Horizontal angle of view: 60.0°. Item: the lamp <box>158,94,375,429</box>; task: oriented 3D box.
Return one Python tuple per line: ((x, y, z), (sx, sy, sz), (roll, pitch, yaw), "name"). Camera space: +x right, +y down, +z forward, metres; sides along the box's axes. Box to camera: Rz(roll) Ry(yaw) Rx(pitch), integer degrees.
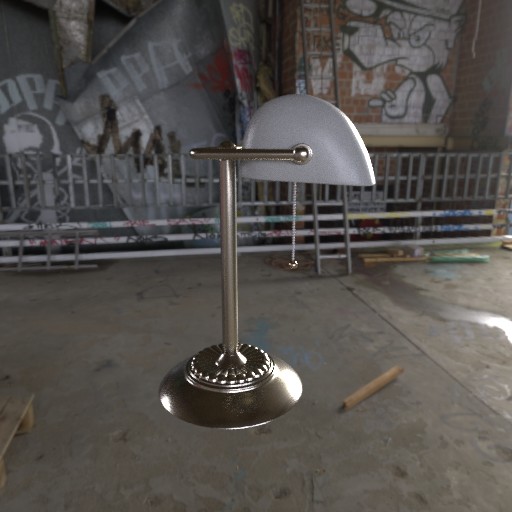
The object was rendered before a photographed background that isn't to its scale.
((0.000, 0.000, 0.511), (0.243, 0.339, 0.264), (2, 15, 9), "lamp")
